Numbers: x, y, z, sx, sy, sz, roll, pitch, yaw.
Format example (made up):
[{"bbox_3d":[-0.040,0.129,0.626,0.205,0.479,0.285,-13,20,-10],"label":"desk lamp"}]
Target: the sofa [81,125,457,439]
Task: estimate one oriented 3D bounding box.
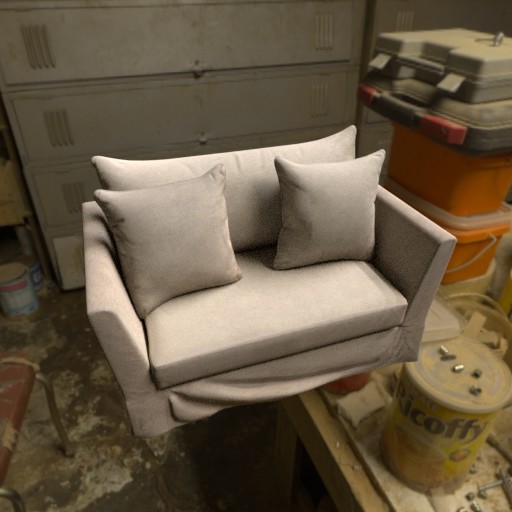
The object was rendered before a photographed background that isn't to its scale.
[{"bbox_3d":[0.000,0.000,2.278,1.608,1.040,1.035,-11,34,-16],"label":"sofa"}]
